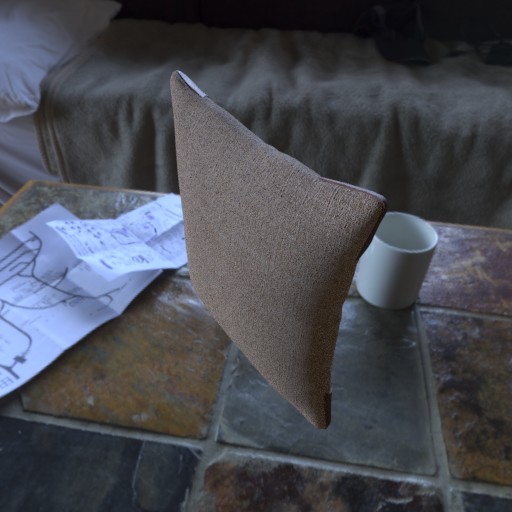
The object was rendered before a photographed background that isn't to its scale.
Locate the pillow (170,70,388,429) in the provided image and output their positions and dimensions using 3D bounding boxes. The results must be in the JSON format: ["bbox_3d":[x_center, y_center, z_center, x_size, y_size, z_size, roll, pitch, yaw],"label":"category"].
[{"bbox_3d":[0.000,0.000,0.685,0.147,0.448,0.437,-25,47,-26],"label":"pillow"}]
